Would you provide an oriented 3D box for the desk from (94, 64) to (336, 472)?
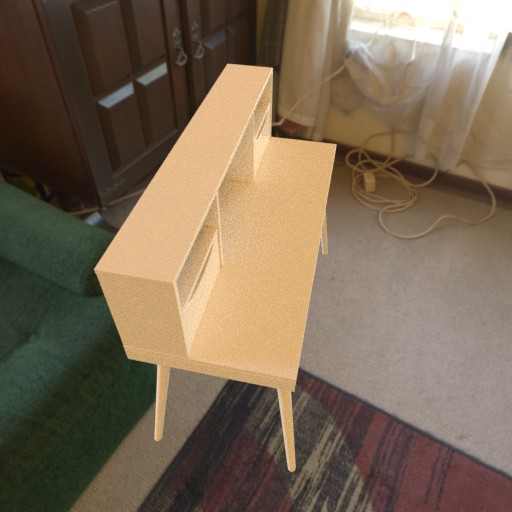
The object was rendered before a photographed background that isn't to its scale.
[{"bbox_3d":[0.000,0.000,1.751,0.559,0.990,1.199,9,46,9],"label":"desk"}]
